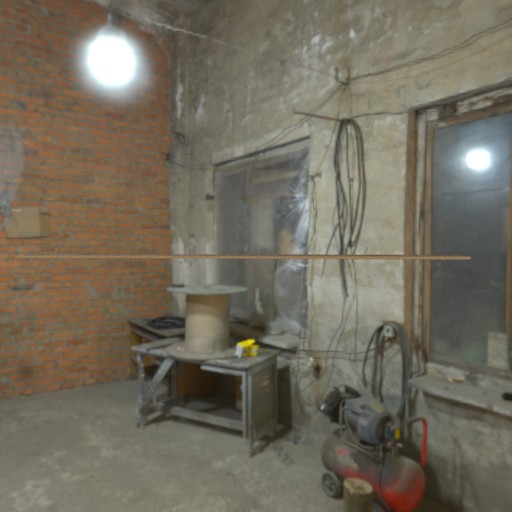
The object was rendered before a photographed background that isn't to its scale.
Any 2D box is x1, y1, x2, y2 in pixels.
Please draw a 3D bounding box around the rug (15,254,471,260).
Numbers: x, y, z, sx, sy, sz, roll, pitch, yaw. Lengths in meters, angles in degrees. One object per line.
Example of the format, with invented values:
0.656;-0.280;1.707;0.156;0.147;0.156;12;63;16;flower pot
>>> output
0.000;0.000;2.794;2.290;0.014;1.526;0;0;18;rug
